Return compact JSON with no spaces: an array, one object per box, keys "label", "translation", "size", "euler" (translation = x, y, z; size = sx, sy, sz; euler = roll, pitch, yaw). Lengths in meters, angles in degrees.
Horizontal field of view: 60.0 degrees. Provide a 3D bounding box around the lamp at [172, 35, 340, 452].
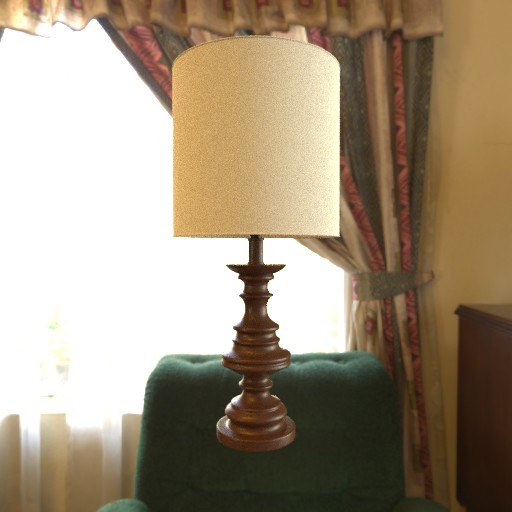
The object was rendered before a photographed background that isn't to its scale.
[{"label":"lamp","translation":[0.000,0.000,0.562],"size":[0.208,0.455,0.208],"euler":[0,1,-17]}]
